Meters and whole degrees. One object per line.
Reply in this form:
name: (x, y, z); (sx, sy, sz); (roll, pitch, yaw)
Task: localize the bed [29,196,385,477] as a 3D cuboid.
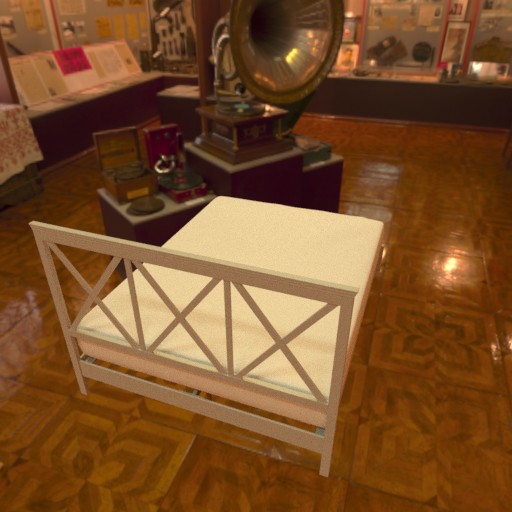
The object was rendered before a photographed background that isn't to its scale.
bed: (0.000, 0.000, 3.186); (1.673, 1.253, 2.135); (11, 33, 18)
